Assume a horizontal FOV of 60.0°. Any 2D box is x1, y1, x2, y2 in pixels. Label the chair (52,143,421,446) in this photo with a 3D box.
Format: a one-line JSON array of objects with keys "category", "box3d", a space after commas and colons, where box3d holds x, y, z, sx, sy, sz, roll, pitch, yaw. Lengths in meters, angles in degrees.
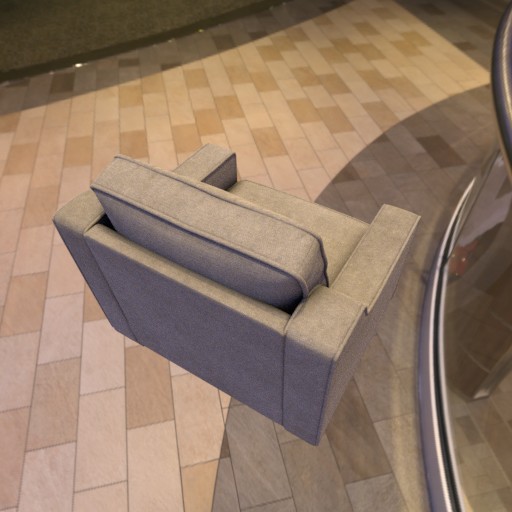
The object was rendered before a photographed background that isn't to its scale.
[{"category": "chair", "box3d": [0.000, 0.000, 1.603, 0.926, 0.944, 0.840, 24, 51, 21]}]
